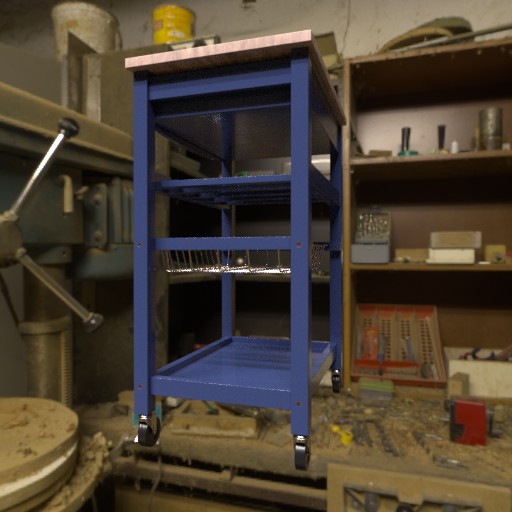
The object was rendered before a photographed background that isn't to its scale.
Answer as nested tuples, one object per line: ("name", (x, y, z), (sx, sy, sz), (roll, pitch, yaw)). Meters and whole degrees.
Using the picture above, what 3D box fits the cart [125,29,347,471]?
("cart", (0.000, 0.000, 1.158), (0.403, 0.839, 0.584), (0, 0, 18))
